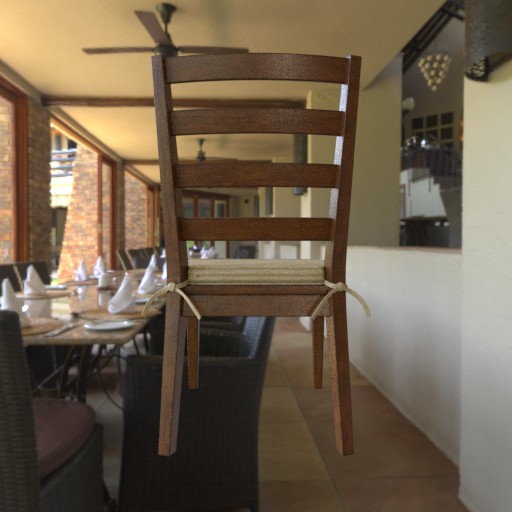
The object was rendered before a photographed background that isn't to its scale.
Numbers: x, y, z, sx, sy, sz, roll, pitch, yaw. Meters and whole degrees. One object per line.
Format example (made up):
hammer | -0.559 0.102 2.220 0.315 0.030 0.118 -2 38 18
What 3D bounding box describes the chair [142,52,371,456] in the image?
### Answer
chair | 0.000 0.000 1.343 0.593 0.979 0.595 0 2 0
